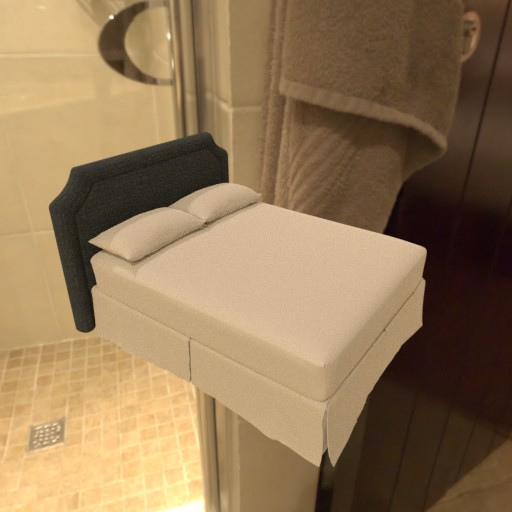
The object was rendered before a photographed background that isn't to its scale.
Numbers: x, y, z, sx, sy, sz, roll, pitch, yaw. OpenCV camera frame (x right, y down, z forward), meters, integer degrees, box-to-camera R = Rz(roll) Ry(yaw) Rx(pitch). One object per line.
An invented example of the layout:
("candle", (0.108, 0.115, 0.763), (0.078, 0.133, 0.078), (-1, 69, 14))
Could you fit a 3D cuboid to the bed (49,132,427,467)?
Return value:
("bed", (0.000, 0.000, 3.278), (2.208, 1.297, 1.828), (19, 34, 31))
